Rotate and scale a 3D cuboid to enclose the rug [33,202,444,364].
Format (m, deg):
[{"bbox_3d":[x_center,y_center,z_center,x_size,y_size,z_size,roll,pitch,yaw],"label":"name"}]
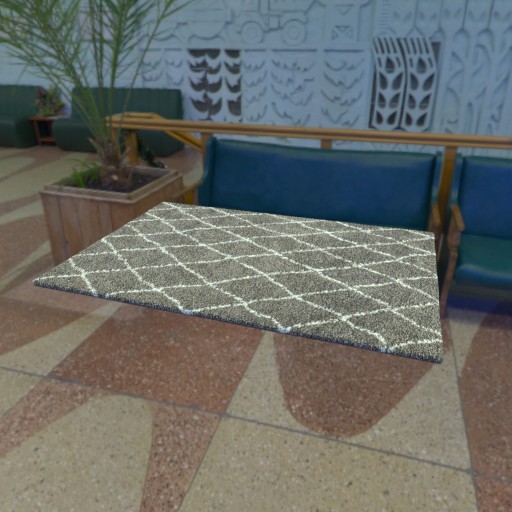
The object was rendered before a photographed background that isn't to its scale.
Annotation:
[{"bbox_3d":[0.000,0.000,2.310,1.778,0.030,1.219,8,26,17],"label":"rug"}]
